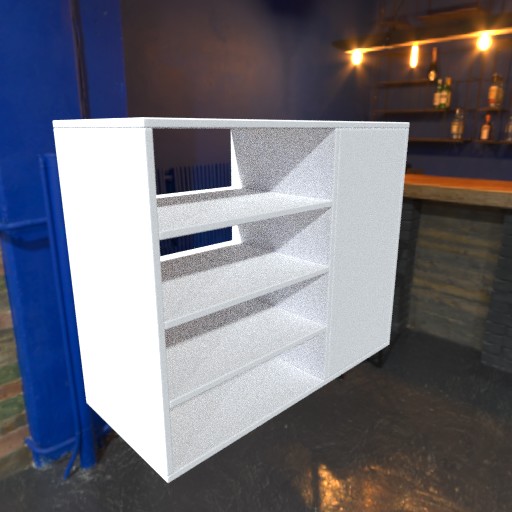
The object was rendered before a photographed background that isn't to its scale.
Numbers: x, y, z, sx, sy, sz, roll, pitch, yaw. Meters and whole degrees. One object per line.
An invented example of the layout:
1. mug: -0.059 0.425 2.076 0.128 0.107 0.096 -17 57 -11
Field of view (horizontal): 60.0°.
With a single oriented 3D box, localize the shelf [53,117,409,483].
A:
1. shelf: 0.000 0.000 1.262 0.895 0.732 0.396 -15 22 -42
